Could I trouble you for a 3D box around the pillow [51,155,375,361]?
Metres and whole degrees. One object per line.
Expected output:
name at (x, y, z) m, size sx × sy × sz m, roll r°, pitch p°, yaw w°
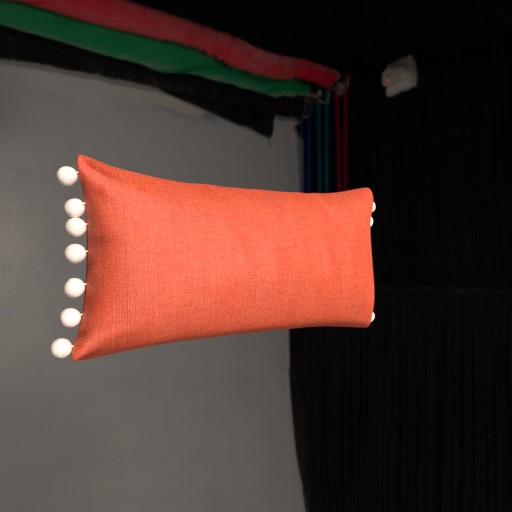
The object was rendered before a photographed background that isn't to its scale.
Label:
pillow at (0.000, 0.000, 0.836) m, size 0.709 × 0.322 × 0.201 m, roll 1°, pitch -1°, yaw -36°
